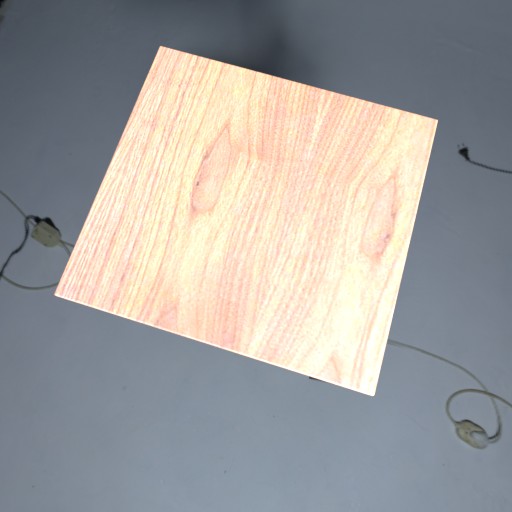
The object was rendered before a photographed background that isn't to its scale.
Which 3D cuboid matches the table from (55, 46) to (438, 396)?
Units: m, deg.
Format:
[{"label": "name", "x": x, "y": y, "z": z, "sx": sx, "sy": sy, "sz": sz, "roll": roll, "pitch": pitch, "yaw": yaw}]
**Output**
[{"label": "table", "x": 0.000, "y": 0.000, "z": 0.859, "sx": 0.411, "sy": 0.567, "sz": 0.384, "roll": 17, "pitch": 76, "yaw": 4}]
